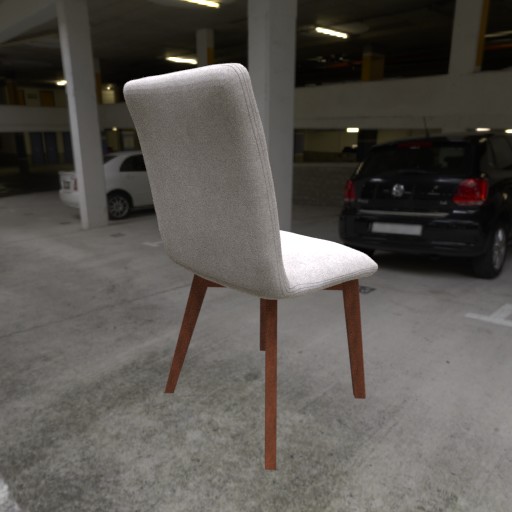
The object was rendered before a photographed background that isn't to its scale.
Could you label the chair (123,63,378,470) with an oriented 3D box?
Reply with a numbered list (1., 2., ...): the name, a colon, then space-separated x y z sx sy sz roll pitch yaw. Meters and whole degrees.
1. chair: 0.000 0.000 1.304 0.563 0.974 0.522 -15 22 -42
